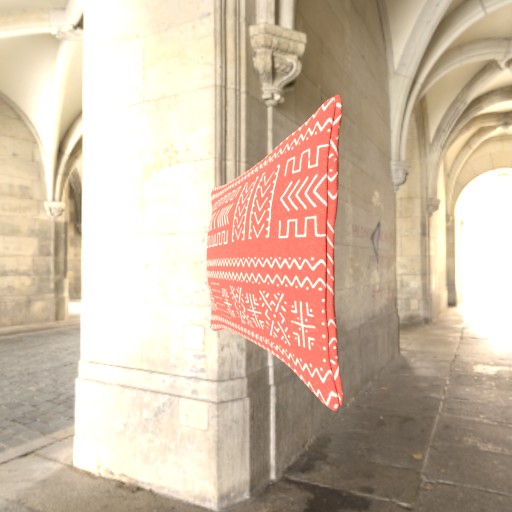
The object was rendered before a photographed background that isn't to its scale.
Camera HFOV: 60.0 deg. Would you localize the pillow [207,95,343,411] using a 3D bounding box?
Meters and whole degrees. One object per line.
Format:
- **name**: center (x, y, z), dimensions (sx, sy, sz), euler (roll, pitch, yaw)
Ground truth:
- **pillow**: center (0.000, 0.000, 0.792), dimensions (0.130, 0.352, 0.640), euler (0, -1, -18)
